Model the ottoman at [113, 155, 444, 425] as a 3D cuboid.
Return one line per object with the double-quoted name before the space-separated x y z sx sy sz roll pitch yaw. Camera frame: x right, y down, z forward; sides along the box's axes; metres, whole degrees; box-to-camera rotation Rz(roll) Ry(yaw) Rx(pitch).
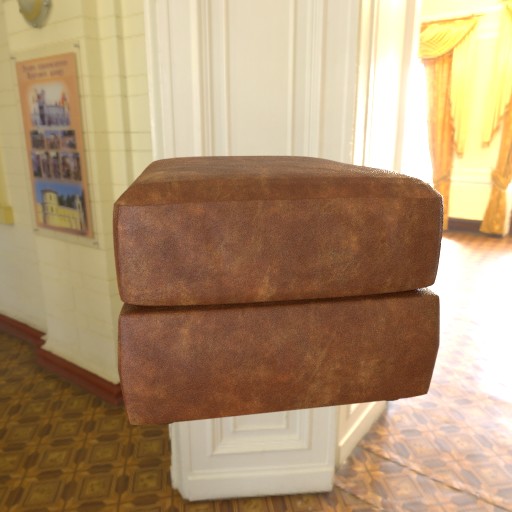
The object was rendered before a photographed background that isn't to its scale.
"ottoman" 0.000 0.000 1.121 0.603 0.476 0.751 -3 16 -9
